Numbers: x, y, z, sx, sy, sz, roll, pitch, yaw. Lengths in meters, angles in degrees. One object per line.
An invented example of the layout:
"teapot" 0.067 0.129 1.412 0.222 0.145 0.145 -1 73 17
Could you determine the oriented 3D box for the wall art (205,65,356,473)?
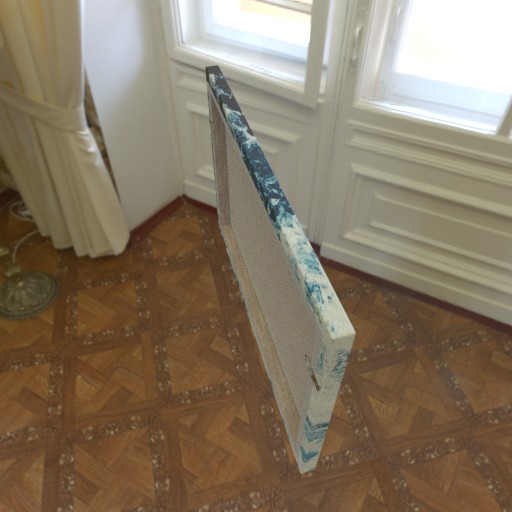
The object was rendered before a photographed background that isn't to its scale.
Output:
"wall art" 0.000 0.000 1.158 0.042 0.610 0.915 -12 48 -11
